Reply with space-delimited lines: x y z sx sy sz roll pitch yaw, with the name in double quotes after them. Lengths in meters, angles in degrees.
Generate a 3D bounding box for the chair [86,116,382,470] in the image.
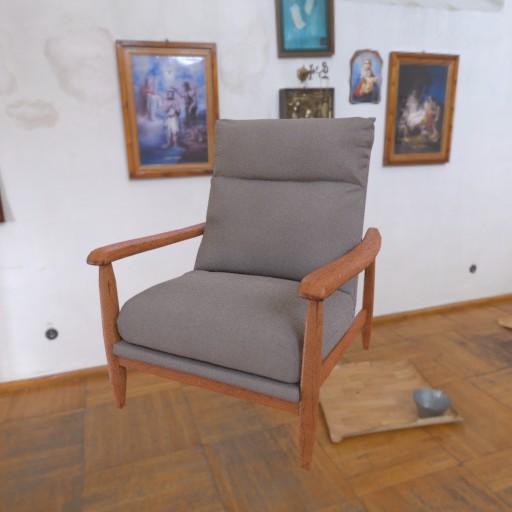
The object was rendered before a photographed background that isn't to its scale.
0.000 0.000 1.517 0.782 0.922 0.816 7 17 24 "chair"
